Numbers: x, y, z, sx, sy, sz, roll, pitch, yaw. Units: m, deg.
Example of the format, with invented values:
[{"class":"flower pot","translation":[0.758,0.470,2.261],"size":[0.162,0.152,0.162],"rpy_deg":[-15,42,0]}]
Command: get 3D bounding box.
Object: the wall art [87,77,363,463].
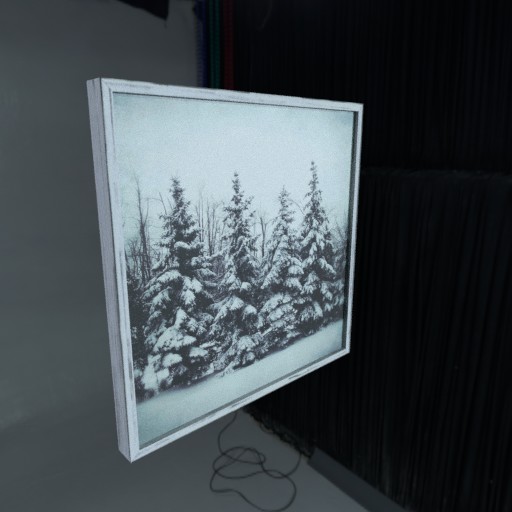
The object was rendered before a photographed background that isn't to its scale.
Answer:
[{"class":"wall art","translation":[0.000,0.000,0.736],"size":[0.506,0.506,0.038],"rpy_deg":[-13,19,-41]}]
